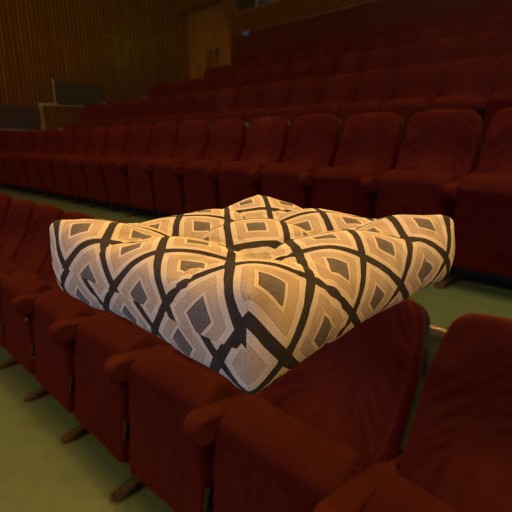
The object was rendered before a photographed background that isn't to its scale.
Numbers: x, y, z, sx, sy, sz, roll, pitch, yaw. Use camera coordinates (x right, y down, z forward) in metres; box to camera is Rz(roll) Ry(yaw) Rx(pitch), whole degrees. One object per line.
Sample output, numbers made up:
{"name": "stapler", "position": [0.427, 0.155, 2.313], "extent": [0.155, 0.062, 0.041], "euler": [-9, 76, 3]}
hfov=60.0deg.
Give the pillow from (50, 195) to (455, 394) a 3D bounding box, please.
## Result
{"name": "pillow", "position": [0.000, 0.000, 0.712], "extent": [0.468, 0.128, 0.490], "euler": [14, 21, 42]}
